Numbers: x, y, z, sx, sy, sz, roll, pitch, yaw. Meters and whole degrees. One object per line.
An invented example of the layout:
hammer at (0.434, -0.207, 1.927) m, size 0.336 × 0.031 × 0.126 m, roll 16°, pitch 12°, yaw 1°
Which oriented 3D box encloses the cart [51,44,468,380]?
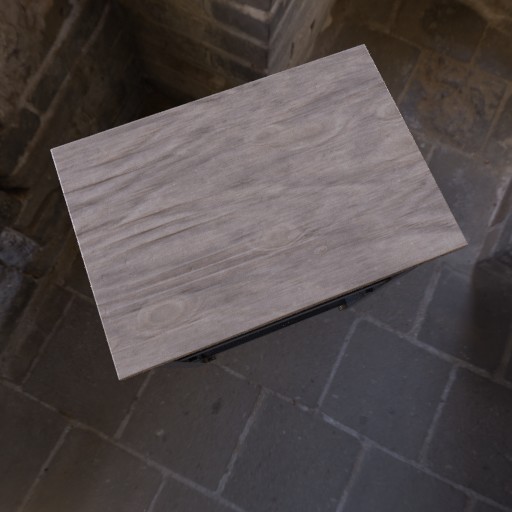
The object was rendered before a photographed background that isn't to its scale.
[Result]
cart at (0.000, 0.000, 1.127) m, size 0.584 × 0.839 × 0.403 m, roll -20°, pitch 77°, yaw -5°
